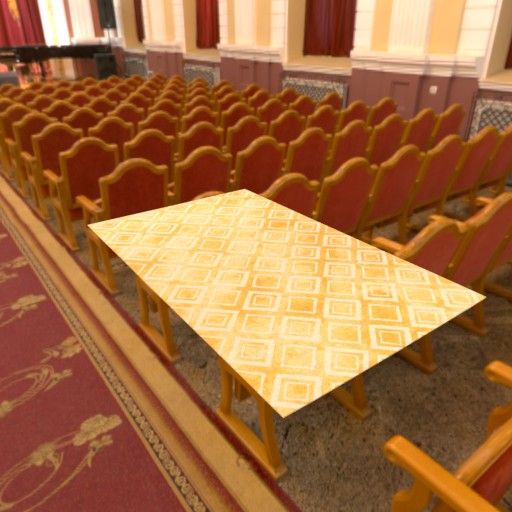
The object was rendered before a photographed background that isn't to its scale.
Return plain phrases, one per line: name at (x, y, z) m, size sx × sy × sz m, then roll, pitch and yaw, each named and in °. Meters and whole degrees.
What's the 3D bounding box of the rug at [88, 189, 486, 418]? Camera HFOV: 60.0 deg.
rug at (0.000, 0.000, 3.017) m, size 1.511 × 0.010 × 2.424 m, roll -18°, pitch 32°, yaw -32°
